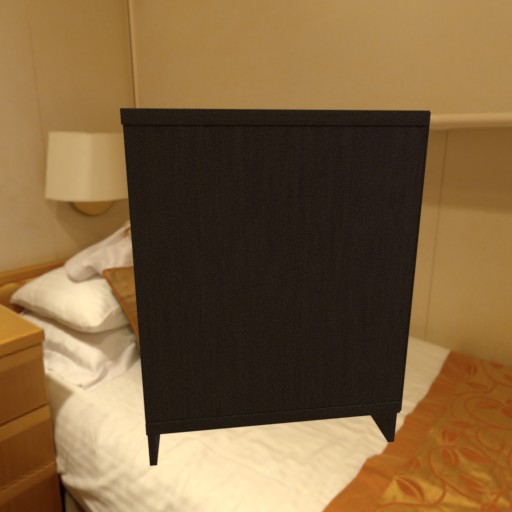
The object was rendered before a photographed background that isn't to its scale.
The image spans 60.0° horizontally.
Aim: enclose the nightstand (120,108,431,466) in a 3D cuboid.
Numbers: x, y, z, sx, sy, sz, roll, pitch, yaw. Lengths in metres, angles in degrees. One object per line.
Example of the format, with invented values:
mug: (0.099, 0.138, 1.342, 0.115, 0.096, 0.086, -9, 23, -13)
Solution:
nightstand: (0.000, 0.000, 0.747, 0.347, 0.448, 0.427, -2, 15, -8)
